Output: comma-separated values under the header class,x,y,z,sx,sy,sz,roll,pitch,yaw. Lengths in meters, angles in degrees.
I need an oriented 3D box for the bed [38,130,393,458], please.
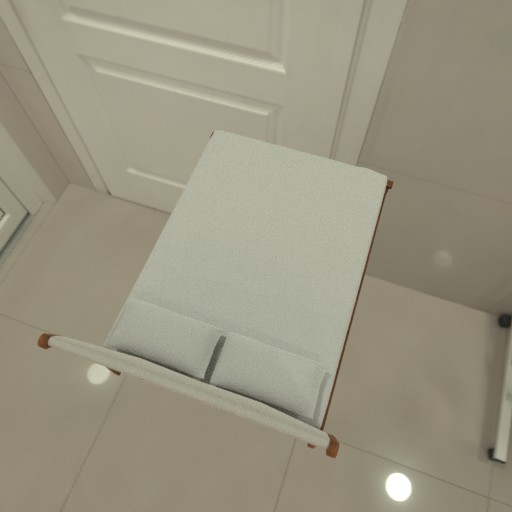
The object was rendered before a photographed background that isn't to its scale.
class,x,y,z,sx,sy,sz,roll,pitch,yaw
bed,0.000,0.000,2.916,1.502,1.135,2.108,18,64,9
